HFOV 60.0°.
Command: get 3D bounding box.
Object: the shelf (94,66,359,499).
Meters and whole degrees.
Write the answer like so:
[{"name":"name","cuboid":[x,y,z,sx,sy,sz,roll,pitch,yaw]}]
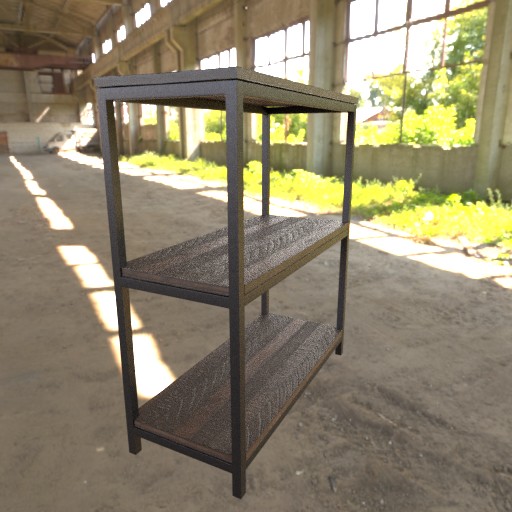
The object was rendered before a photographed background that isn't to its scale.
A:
[{"name":"shelf","cuboid":[0.000,0.000,1.345,0.352,0.947,0.822,8,17,26]}]
